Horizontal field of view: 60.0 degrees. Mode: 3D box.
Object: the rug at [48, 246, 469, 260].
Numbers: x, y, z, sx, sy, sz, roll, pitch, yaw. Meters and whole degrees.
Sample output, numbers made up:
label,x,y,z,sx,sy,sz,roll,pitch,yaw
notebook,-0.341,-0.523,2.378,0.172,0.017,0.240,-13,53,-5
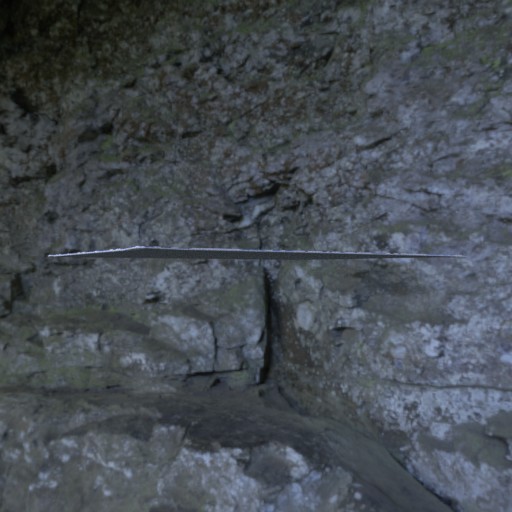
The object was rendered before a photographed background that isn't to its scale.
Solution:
label,x,y,z,sx,sy,sz,roll,pitch,yaw
rug,0.000,0.000,4.244,3.228,0.024,2.443,1,-2,-36
